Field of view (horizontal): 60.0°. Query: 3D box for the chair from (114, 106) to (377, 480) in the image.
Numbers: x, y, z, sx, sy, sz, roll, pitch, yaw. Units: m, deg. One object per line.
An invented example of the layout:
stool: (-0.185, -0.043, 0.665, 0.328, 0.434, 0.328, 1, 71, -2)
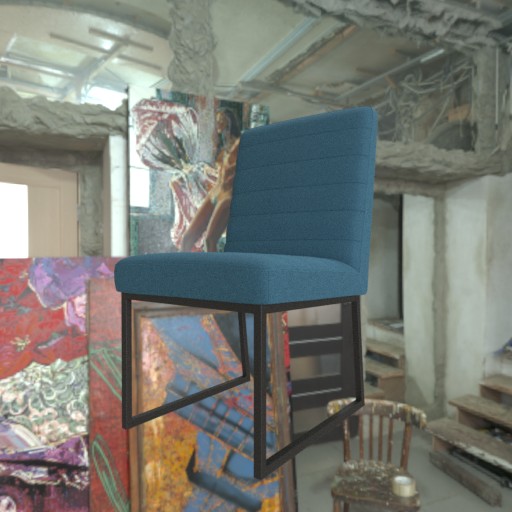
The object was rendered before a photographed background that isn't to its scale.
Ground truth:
chair: (0.000, 0.000, 1.298, 0.520, 0.930, 0.634, 1, 1, 36)
